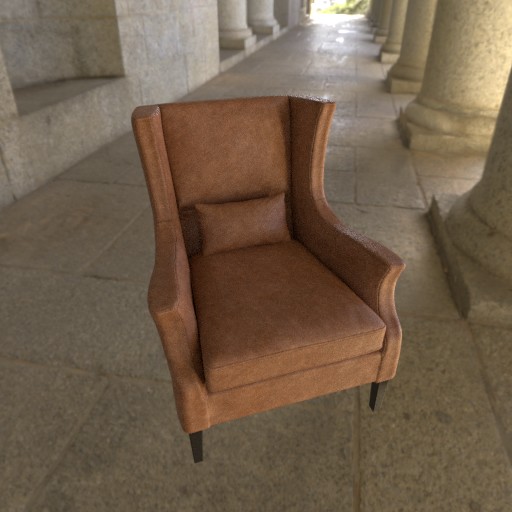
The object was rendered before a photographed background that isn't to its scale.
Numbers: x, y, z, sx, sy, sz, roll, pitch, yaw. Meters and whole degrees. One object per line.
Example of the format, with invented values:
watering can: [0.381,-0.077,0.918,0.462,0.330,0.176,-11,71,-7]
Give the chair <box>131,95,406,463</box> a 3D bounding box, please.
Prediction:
chair: [0.000,0.000,1.682,0.853,1.016,0.926,-10,33,-15]
